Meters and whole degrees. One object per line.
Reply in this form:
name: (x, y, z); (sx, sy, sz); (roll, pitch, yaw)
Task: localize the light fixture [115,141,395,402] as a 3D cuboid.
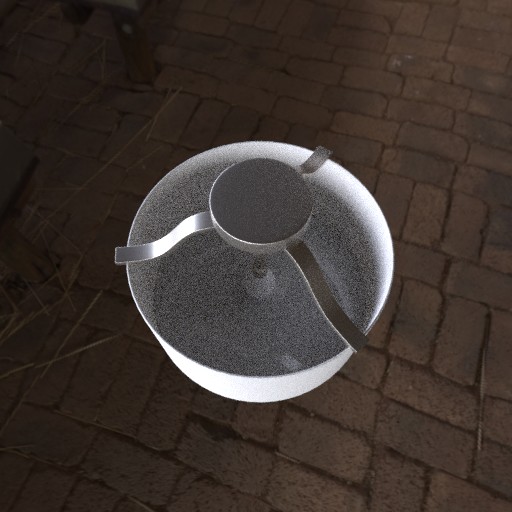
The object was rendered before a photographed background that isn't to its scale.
light fixture: (0.000, 0.000, 0.669); (0.395, 0.304, 0.395); (0, 63, 0)
